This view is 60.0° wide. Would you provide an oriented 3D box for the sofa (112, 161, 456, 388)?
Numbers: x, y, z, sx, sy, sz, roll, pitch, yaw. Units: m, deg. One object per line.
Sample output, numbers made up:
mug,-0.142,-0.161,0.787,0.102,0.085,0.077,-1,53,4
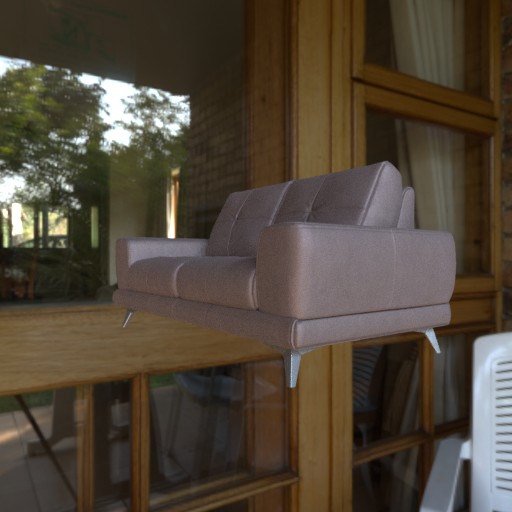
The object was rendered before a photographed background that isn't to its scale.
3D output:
sofa,0.000,0.000,2.449,1.018,0.907,1.806,0,0,-37
